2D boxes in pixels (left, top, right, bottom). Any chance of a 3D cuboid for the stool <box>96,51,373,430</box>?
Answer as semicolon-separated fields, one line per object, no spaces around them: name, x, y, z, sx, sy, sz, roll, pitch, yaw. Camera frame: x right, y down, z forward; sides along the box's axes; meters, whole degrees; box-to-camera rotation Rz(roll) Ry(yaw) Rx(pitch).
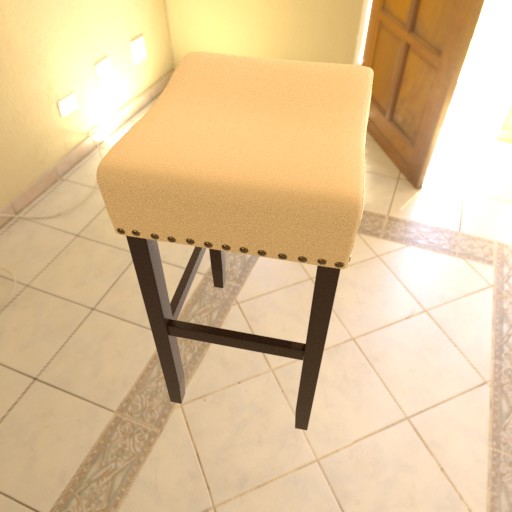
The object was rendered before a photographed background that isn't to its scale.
stool;0.000;0.000;1.050;0.401;0.762;0.471;9;47;8
